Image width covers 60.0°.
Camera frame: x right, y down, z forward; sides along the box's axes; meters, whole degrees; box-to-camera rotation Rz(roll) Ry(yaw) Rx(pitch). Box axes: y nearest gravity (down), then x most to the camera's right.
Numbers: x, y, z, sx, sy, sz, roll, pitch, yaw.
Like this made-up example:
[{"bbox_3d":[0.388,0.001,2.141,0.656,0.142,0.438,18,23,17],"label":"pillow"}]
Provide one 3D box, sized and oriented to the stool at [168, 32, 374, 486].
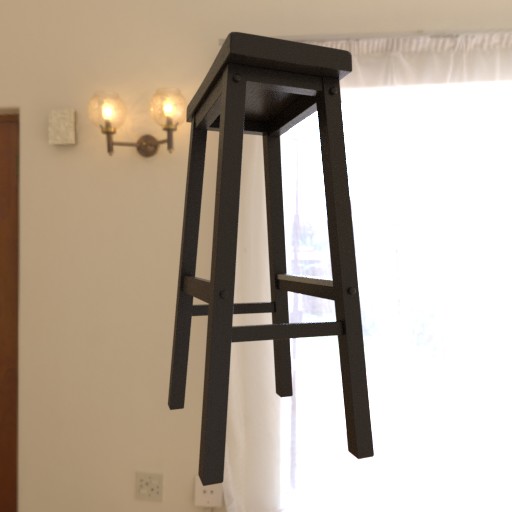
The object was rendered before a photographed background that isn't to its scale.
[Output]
[{"bbox_3d":[0.000,0.000,0.957,0.322,0.742,0.406,0,0,-19],"label":"stool"}]
